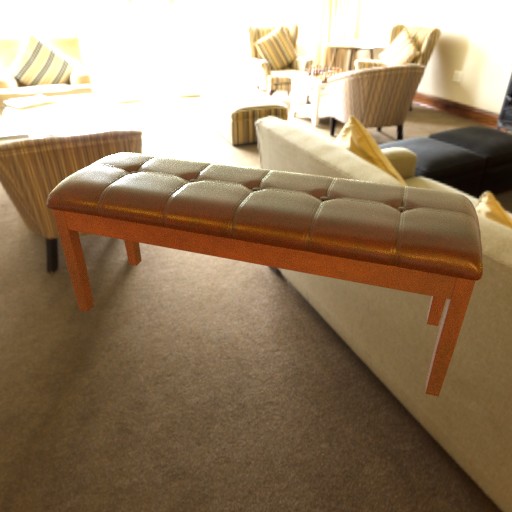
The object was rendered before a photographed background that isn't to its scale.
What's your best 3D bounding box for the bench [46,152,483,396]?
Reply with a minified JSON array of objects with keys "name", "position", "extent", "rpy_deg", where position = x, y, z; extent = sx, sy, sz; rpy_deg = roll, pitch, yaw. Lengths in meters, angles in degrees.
[{"name":"bench","position":[0.000,0.000,1.454],"extent":[1.259,0.491,0.401],"rpy_deg":[10,33,16]}]
